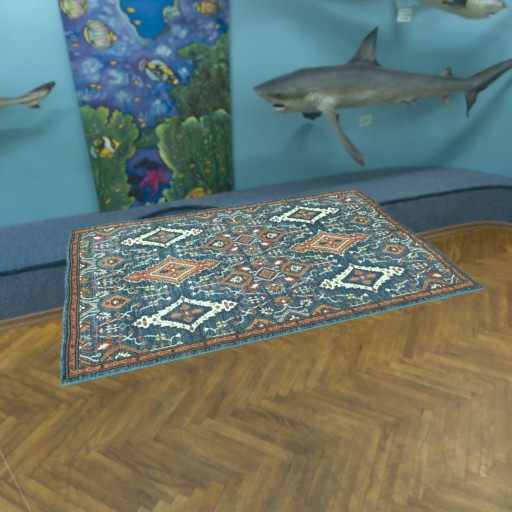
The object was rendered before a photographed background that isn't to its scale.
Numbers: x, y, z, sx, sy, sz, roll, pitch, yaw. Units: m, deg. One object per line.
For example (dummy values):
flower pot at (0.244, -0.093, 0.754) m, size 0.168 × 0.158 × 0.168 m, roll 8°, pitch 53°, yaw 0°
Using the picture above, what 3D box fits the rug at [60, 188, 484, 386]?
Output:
rug at (0.000, 0.000, 2.274) m, size 1.847 × 0.014 × 1.195 m, roll -10°, pitch 34°, yaw -15°
